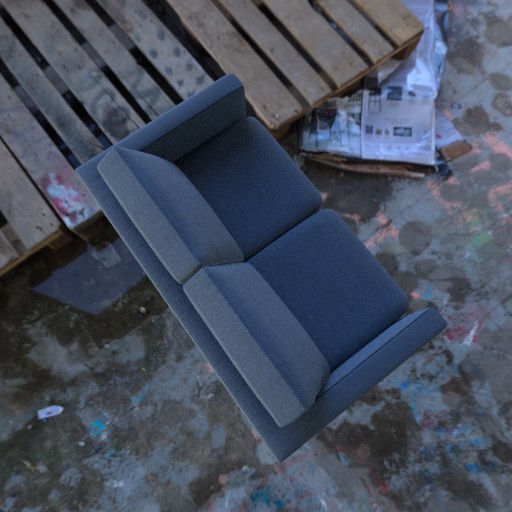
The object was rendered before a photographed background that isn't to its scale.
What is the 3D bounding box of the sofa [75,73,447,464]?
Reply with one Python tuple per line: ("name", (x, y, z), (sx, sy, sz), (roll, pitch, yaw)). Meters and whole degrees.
("sofa", (0.000, 0.000, 2.323), (0.999, 0.907, 1.659), (-36, 77, -9))
